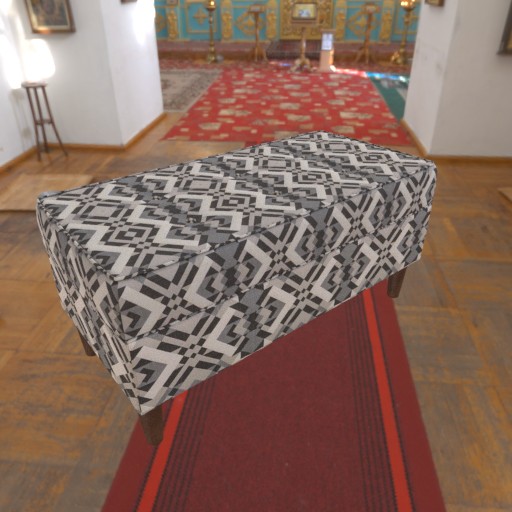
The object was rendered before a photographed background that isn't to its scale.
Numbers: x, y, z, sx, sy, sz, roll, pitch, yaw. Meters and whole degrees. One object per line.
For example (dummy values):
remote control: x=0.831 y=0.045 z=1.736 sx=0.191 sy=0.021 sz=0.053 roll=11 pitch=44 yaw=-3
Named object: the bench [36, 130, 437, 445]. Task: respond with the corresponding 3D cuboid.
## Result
bench: x=0.000 y=0.000 z=1.287 sx=1.016 sy=0.477 sz=0.492 roll=-22 pitch=37 yaw=-33
